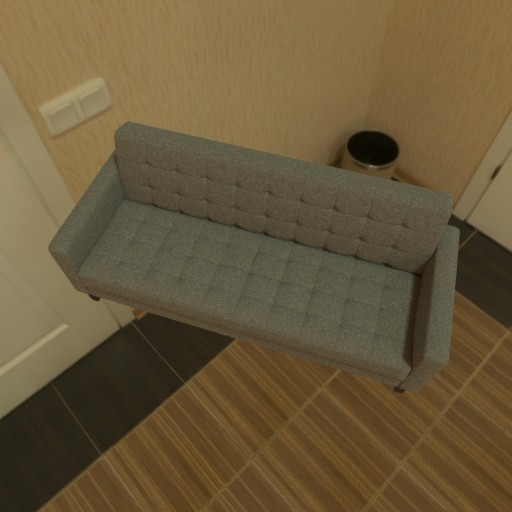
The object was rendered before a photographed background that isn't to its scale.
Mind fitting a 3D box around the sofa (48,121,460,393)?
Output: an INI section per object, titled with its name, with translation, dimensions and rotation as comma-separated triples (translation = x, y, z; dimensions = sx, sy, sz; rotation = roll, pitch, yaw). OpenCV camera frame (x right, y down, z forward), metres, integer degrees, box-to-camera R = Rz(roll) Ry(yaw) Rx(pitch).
[sofa]
translation = 0.000, 0.000, 2.449
dimensions = 2.040, 0.850, 0.810
rotation = 15, 58, 10
